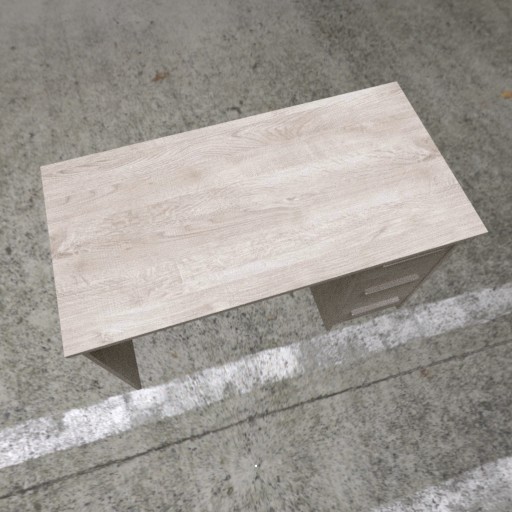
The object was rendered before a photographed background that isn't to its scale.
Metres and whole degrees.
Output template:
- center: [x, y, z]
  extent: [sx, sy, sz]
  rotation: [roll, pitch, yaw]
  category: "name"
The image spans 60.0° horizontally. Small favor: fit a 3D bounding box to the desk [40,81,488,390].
- center: [0.000, 0.000, 1.534]
  extent: [1.097, 0.735, 0.560]
  rotation: [-16, 66, -7]
  category: "desk"
